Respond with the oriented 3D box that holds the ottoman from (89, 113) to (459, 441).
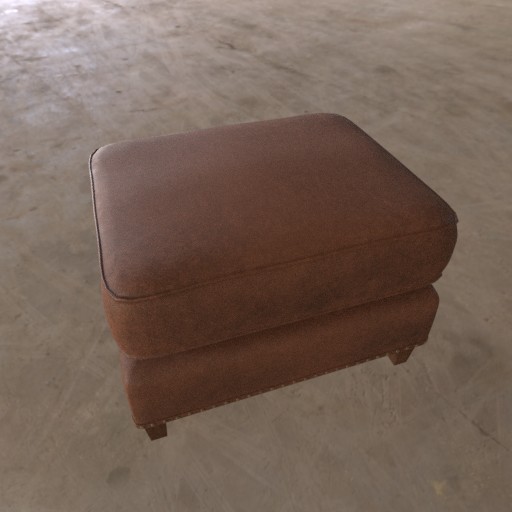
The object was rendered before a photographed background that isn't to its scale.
[{"bbox_3d":[0.000,0.000,1.126,0.738,0.537,0.589,-13,43,-14],"label":"ottoman"}]
